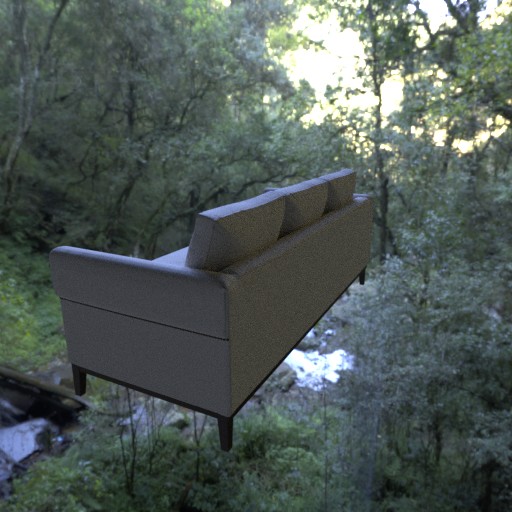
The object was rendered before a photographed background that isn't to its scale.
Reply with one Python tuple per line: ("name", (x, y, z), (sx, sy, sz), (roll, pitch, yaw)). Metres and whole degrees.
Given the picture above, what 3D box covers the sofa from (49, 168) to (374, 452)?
("sofa", (0.000, 0.000, 2.680), (0.902, 0.911, 2.198), (8, 19, 26))
